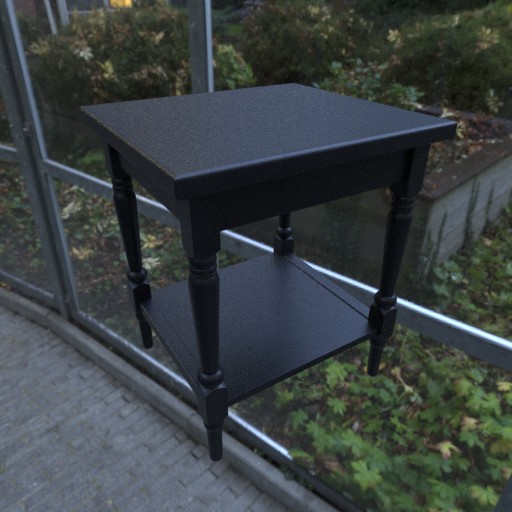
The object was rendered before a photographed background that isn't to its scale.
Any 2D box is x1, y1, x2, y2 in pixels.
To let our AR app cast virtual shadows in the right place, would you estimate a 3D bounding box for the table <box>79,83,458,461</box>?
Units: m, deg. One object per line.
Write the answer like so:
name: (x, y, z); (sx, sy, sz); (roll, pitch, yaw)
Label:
table: (0.000, 0.000, 0.900); (0.488, 0.565, 0.442); (-17, 34, -27)
